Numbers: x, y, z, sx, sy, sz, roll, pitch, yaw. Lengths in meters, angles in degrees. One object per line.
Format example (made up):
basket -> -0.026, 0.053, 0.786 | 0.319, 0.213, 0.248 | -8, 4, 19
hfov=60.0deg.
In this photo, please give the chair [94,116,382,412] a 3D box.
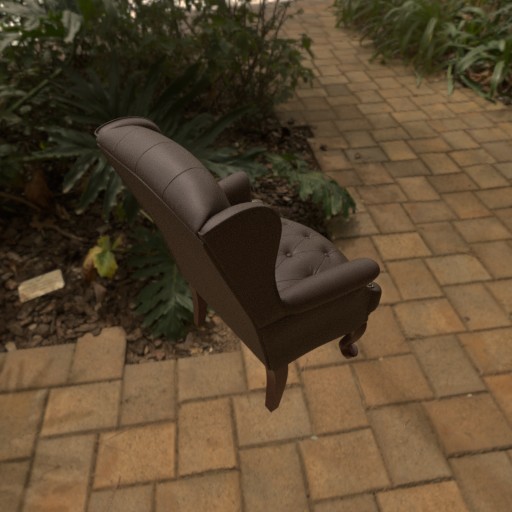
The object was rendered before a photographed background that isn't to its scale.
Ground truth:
chair -> 0.000, 0.000, 1.720 | 0.819, 1.132, 0.829 | -26, 47, -27
